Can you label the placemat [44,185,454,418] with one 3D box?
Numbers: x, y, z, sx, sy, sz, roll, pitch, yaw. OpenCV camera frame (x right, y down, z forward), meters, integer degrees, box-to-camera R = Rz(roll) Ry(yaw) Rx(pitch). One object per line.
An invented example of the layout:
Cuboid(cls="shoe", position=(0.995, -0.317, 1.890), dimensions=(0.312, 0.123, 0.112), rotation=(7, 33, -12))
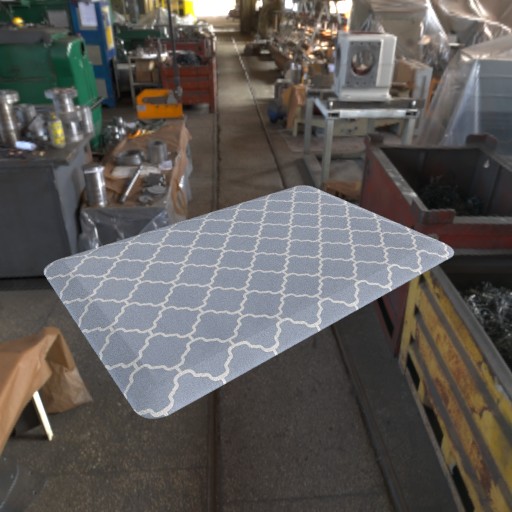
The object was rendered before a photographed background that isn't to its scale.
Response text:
Cuboid(cls="placemat", position=(0.000, 0.000, 0.957), dimensions=(0.762, 0.021, 0.508), rotation=(-22, 37, -32))
